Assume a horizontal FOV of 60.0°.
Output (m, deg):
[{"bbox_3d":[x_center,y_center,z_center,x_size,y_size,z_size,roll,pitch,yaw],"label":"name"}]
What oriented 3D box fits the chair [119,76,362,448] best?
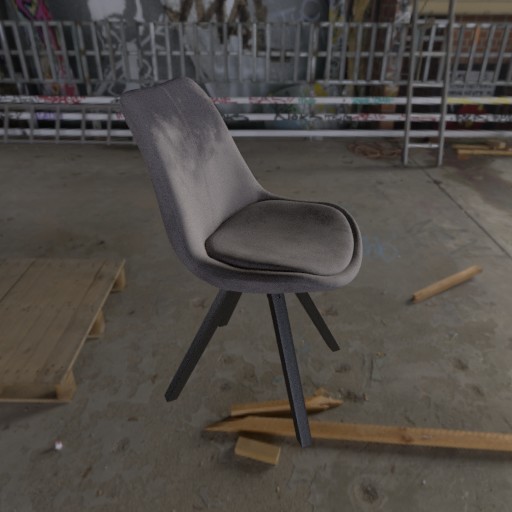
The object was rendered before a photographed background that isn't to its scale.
[{"bbox_3d":[0.000,0.000,1.191,0.550,0.850,0.476,10,31,17],"label":"chair"}]
